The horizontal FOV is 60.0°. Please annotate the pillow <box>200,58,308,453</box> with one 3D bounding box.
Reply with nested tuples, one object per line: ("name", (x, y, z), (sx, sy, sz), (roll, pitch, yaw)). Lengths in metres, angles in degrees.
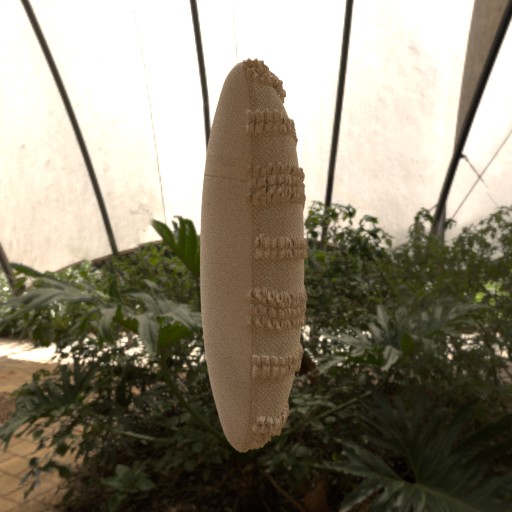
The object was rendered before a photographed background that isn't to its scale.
("pillow", (0.000, 0.000, 0.676), (0.145, 0.427, 0.437), (0, 0, 1))
